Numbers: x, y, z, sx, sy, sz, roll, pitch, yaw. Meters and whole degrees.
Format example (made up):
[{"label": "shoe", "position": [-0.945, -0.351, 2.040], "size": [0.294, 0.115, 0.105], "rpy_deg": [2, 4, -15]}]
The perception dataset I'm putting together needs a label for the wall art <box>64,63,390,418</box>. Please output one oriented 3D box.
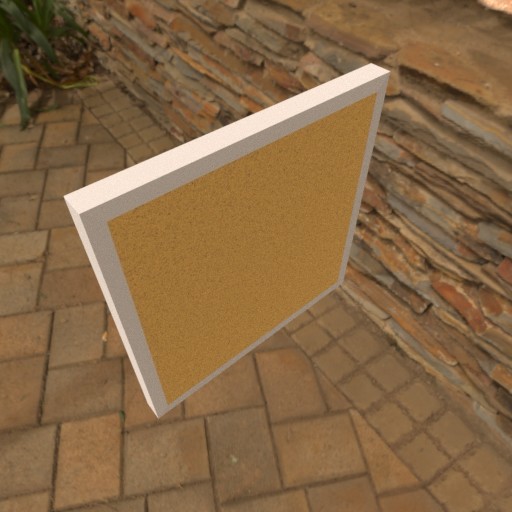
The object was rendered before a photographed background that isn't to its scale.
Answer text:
[{"label": "wall art", "position": [0.000, 0.000, 1.937], "size": [1.289, 1.291, 0.098], "rpy_deg": [-32, 55, -26]}]
